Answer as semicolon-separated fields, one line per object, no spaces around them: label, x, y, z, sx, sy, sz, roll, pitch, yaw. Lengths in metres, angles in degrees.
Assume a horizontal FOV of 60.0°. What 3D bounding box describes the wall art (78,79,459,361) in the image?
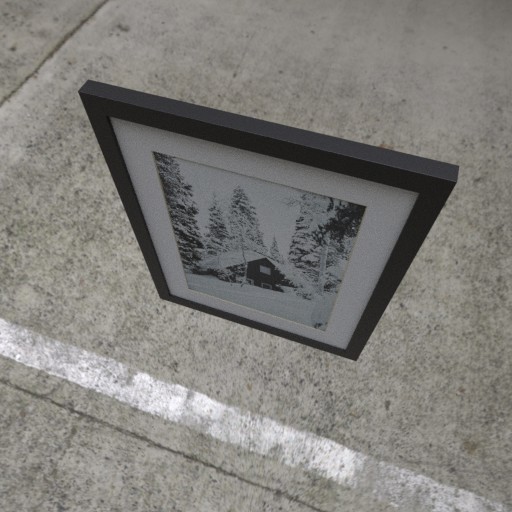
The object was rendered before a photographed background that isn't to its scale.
wall art;0.000;0.000;0.532;0.325;0.397;0.018;16;59;10
